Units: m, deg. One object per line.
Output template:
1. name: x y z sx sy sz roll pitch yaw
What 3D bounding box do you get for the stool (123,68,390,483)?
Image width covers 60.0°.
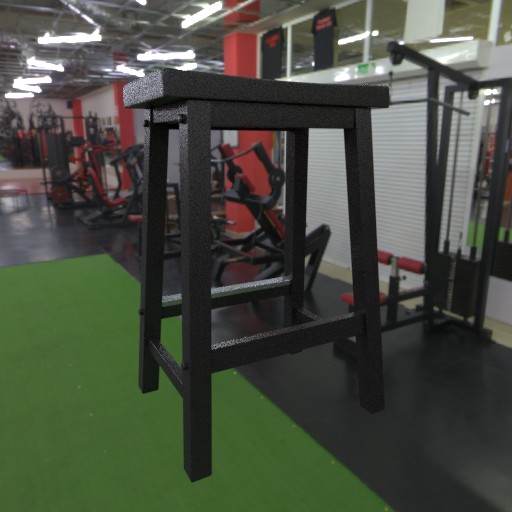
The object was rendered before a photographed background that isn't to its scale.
1. stool: 0.000 0.000 0.844 0.406 0.610 0.322 -8 16 -28
